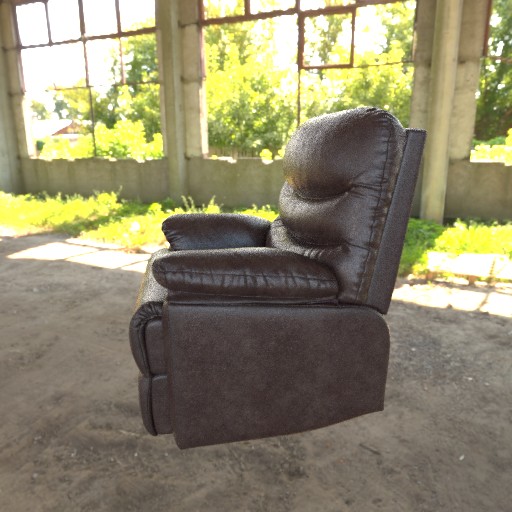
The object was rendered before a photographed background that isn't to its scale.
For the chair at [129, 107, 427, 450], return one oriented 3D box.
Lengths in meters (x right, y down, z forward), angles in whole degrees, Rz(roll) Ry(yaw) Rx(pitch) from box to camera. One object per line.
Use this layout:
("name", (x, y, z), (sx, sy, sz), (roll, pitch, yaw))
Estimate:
("chair", (0.000, 0.000, 1.682), (0.879, 1.041, 0.940), (-2, 14, -9))
